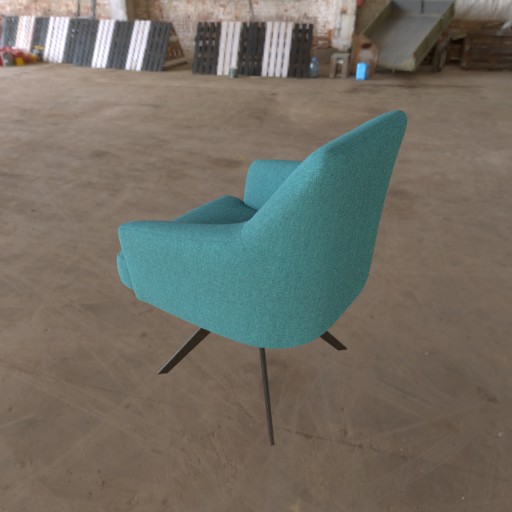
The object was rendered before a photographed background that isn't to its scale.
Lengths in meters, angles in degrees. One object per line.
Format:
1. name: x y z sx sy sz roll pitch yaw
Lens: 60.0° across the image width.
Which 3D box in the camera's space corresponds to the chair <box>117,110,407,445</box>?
1. chair: 0.000 0.000 1.339 0.677 0.874 0.642 21 37 30
